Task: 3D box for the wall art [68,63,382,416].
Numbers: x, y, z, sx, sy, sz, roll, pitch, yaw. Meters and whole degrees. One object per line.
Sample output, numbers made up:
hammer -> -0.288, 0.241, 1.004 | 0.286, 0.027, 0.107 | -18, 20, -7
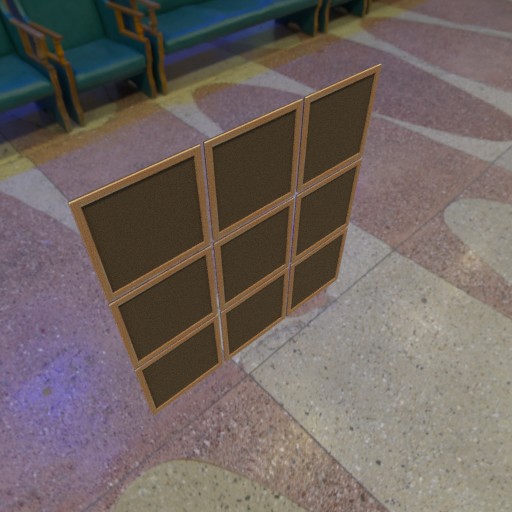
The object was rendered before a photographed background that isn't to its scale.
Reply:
wall art -> 0.000, 0.000, 2.251 | 1.520, 1.525, 0.013 | -32, 54, -27
